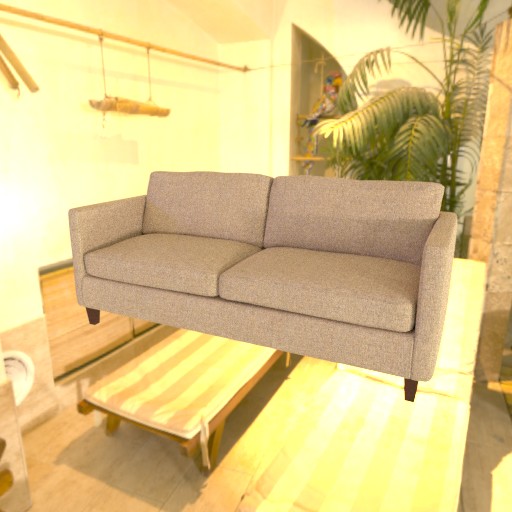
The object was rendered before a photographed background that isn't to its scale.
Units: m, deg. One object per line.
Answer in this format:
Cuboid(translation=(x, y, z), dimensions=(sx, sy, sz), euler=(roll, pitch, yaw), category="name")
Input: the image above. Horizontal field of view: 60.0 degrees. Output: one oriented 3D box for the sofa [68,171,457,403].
Cuboid(translation=(0.000, 0.000, 2.740), dimensions=(2.208, 0.965, 0.951), euler=(7, 17, 25), category="sofa")
